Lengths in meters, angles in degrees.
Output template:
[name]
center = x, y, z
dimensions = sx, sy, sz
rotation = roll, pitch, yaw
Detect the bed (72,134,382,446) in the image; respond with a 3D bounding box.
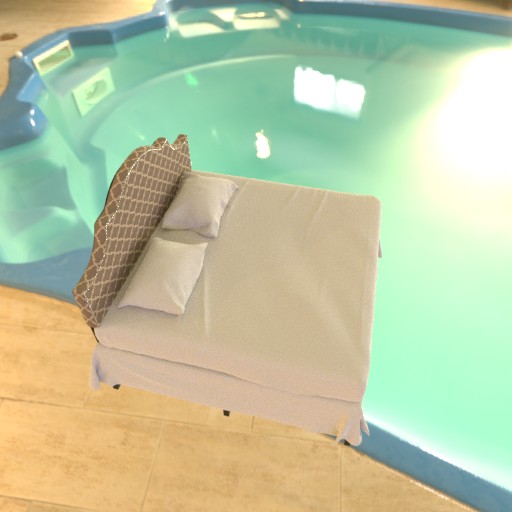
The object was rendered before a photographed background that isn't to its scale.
[bed]
center = 0.000, 0.000, 3.670
dimensions = 2.222, 1.601, 2.314
rotation = 10, 47, 10
